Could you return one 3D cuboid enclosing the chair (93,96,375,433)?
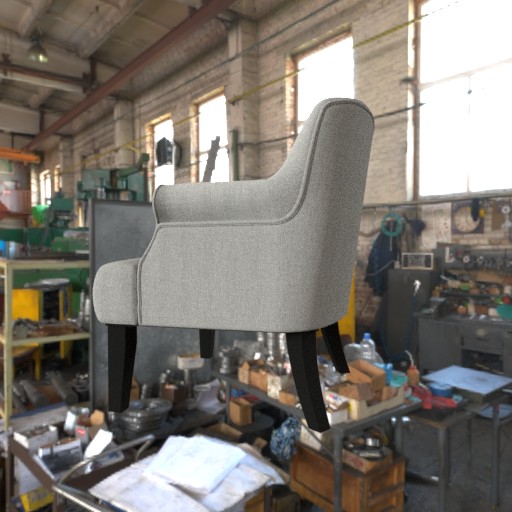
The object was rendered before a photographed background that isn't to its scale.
[{"bbox_3d":[0.000,0.000,1.474,0.755,0.880,0.772,0,2,18],"label":"chair"}]
